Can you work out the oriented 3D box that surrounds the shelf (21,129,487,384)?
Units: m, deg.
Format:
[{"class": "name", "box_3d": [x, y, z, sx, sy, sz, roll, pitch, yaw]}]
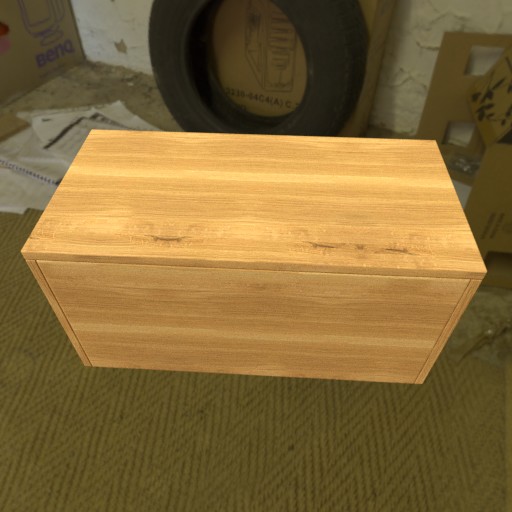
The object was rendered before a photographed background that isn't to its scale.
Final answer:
[{"class": "shelf", "box_3d": [0.000, 0.000, 1.039, 0.800, 0.400, 0.400, 2, 47, 2]}]
